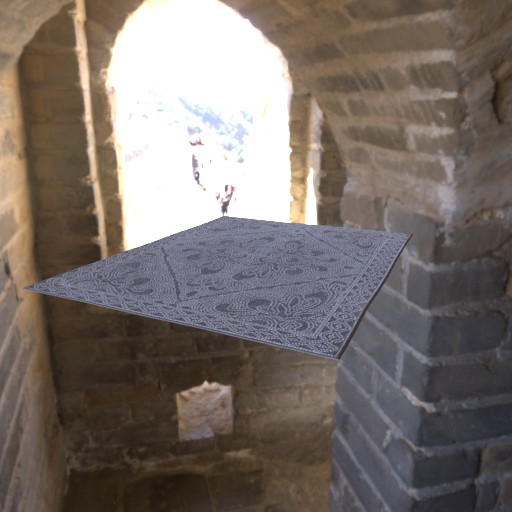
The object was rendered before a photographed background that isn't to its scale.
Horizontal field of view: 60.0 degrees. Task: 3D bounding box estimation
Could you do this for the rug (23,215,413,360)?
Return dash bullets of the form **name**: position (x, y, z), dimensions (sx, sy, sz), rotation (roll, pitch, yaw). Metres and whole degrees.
- **rug**: position (0.000, 0.000, 4.111), dimensions (2.438, 0.012, 3.048), rotation (8, 18, 25)
